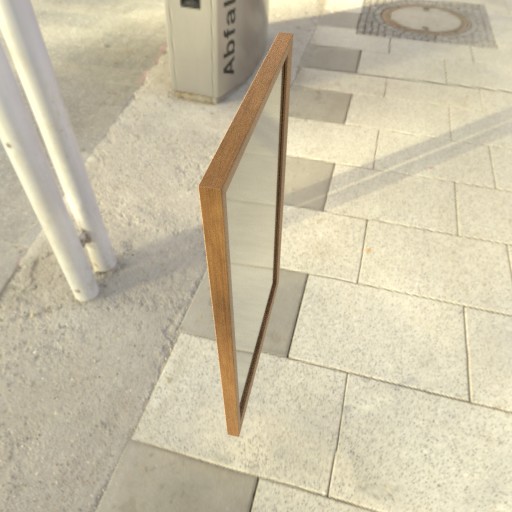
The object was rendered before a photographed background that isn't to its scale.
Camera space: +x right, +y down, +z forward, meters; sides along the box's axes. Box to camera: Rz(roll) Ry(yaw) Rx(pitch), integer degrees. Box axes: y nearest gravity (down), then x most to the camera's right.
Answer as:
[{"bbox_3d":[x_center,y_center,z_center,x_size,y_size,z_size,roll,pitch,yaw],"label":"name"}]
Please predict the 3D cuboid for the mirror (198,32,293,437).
[{"bbox_3d":[0.000,0.000,1.180,0.040,0.915,0.609,10,47,9],"label":"mirror"}]
